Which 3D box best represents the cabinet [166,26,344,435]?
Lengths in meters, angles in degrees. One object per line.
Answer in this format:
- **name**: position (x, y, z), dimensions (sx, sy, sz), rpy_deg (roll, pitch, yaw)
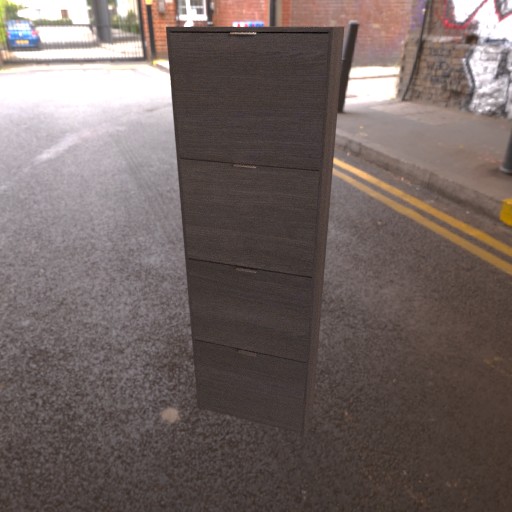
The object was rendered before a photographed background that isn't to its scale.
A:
- **cabinet**: position (0.000, 0.000, 1.773), dimensions (0.520, 1.630, 0.255), rpy_deg (8, 29, 15)
